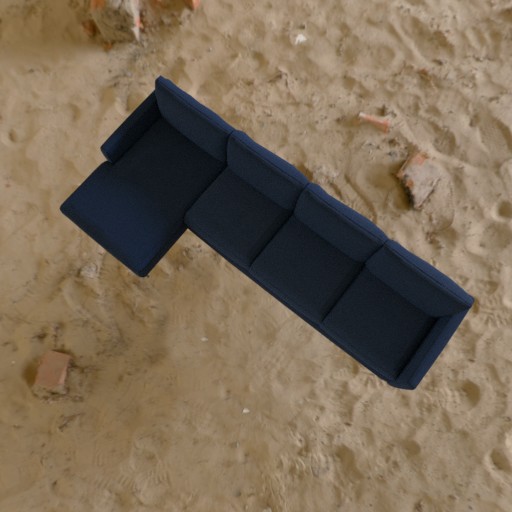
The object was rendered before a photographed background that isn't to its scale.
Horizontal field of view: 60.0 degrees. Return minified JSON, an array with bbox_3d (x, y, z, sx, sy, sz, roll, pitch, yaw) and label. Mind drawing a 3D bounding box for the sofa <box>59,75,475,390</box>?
[{"bbox_3d":[0.000,0.000,2.823,2.450,0.679,1.128,37,79,8],"label":"sofa"}]
